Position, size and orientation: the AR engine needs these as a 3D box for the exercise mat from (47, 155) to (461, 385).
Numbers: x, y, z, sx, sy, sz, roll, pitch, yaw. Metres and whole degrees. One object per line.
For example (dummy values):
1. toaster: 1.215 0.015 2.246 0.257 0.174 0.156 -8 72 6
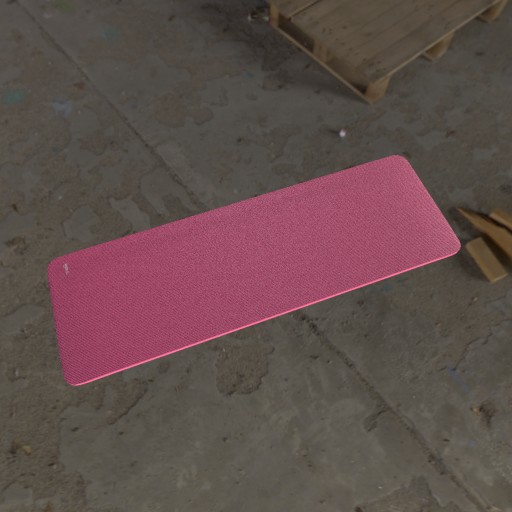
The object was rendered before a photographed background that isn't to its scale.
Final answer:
1. exercise mat: 0.000 0.000 2.087 1.884 0.021 0.616 -18 65 -9
